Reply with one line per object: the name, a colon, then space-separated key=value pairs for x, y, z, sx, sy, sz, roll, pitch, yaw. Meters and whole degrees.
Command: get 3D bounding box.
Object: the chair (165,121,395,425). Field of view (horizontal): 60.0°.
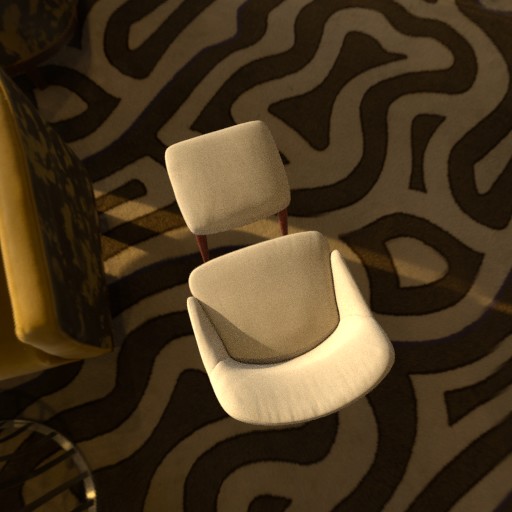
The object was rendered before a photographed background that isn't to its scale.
chair: x=0.000 y=0.000 z=1.659 sx=0.584 sy=0.866 sz=1.114 roll=-18 pitch=76 yaw=-5
